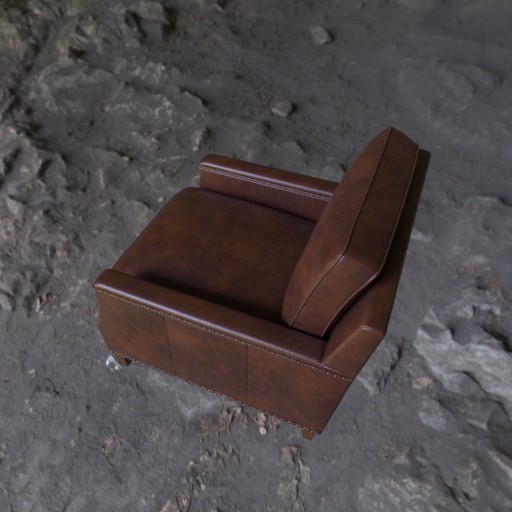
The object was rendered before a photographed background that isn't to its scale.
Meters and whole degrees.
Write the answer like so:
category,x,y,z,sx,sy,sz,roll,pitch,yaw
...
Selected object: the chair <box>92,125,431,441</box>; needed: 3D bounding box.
category,x,y,z,sx,sy,sz,roll,pitch,yaw
chair,0.000,0.000,1.690,1.014,0.929,0.853,17,48,15
